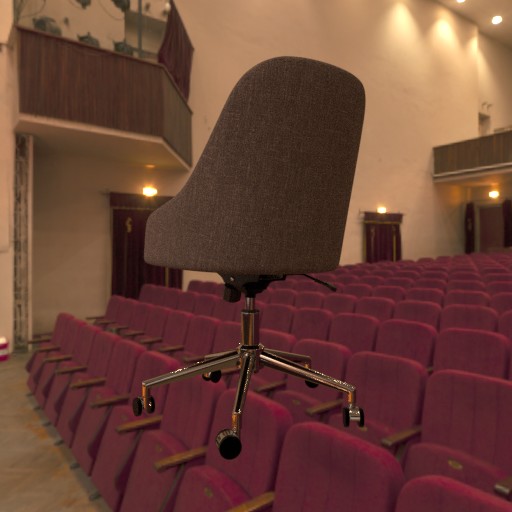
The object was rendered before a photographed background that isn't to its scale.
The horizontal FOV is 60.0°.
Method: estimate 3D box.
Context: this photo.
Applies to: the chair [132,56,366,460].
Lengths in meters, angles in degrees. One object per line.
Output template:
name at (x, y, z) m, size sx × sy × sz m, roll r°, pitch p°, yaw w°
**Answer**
chair at (0.000, 0.000, 1.386) m, size 0.671 × 0.950 × 0.712 m, roll 0°, pitch 0°, yaw -35°
